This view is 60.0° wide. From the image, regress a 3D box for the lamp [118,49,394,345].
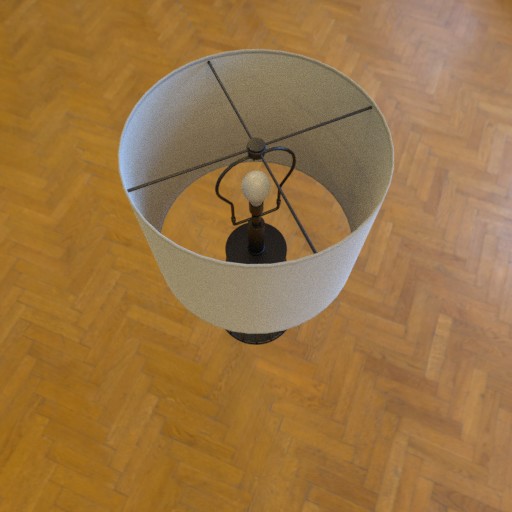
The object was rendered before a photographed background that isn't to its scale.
[{"bbox_3d":[0.000,0.000,0.785,0.322,0.593,0.322,-21,65,-10],"label":"lamp"}]
